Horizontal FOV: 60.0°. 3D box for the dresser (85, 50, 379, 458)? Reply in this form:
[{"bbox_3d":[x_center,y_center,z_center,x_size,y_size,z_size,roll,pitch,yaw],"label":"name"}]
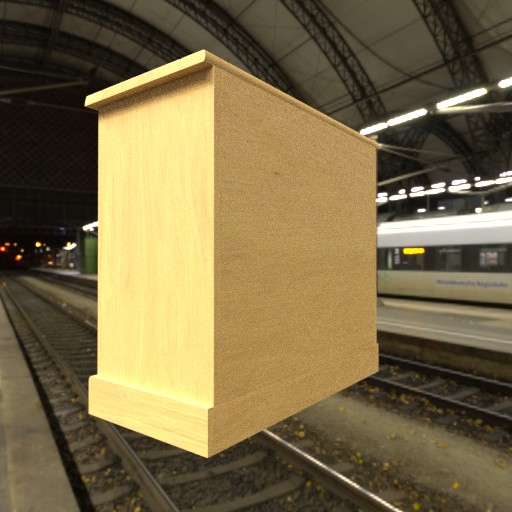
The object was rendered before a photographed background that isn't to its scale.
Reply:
[{"bbox_3d":[0.000,0.000,1.397,0.440,0.835,0.915,0,-1,38],"label":"dresser"}]
